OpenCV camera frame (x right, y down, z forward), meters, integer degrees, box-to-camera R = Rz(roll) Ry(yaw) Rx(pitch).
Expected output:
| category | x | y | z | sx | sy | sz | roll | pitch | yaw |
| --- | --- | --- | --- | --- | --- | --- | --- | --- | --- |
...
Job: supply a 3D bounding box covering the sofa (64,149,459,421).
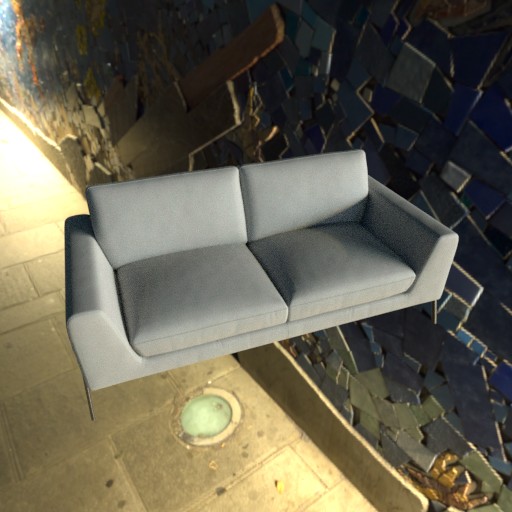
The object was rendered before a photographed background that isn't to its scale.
| category | x | y | z | sx | sy | sz | roll | pitch | yaw |
| --- | --- | --- | --- | --- | --- | --- | --- | --- | --- |
| sofa | 0.000 | 0.000 | 2.542 | 2.017 | 0.875 | 0.953 | -11 | 34 | -17 |
